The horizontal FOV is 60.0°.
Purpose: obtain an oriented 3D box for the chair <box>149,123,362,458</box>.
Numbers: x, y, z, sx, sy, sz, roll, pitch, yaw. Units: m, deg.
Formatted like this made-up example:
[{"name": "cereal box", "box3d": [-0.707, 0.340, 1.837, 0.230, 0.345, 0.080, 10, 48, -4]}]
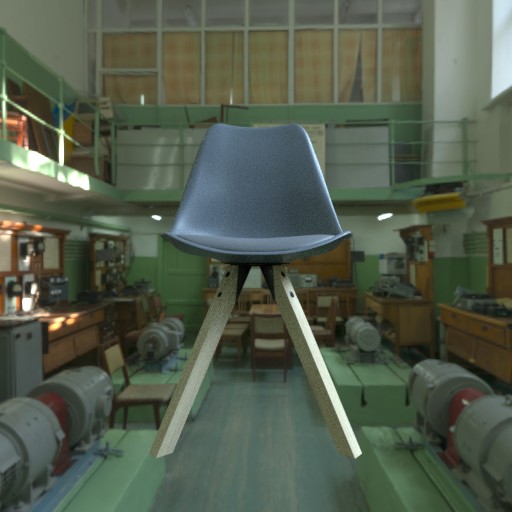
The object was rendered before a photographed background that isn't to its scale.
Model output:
[{"name": "chair", "box3d": [0.000, 0.000, 1.184, 0.485, 0.850, 0.550, 0, 0, 0]}]
